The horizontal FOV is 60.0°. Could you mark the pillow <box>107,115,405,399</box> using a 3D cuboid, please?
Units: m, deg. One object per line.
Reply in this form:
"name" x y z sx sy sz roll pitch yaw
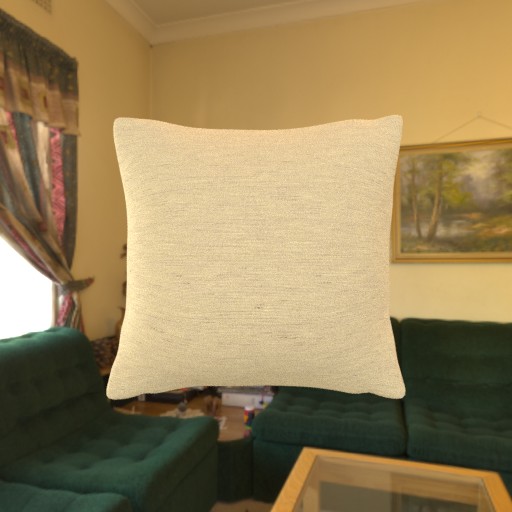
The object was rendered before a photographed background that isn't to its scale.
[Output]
"pillow" 0.000 0.000 0.657 0.438 0.421 0.167 0 -1 0
